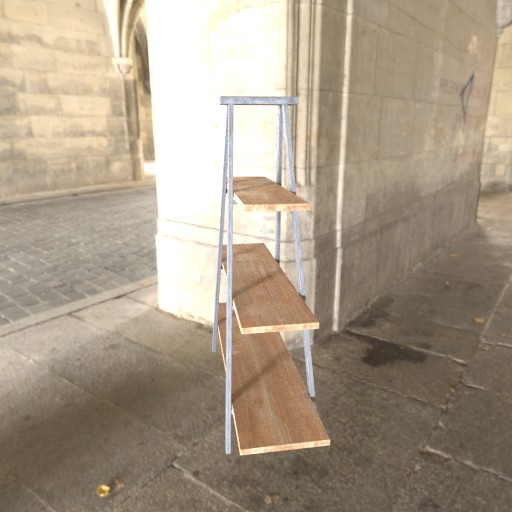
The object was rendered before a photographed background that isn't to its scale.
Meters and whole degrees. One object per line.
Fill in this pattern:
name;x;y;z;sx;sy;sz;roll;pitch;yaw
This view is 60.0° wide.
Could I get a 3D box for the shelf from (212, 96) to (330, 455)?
shelf;0.000;0.000;2.677;0.508;1.808;1.746;-3;17;-9
